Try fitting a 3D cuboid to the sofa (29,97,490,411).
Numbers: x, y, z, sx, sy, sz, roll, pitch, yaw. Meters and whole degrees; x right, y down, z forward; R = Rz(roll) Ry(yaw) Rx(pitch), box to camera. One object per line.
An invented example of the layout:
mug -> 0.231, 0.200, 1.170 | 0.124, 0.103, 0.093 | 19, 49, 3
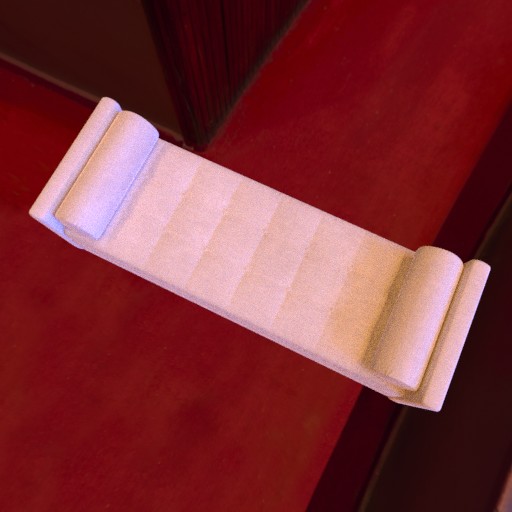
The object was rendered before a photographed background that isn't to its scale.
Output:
sofa -> 0.000, 0.000, 2.267 | 1.981, 0.635, 0.686 | 25, 77, 6
